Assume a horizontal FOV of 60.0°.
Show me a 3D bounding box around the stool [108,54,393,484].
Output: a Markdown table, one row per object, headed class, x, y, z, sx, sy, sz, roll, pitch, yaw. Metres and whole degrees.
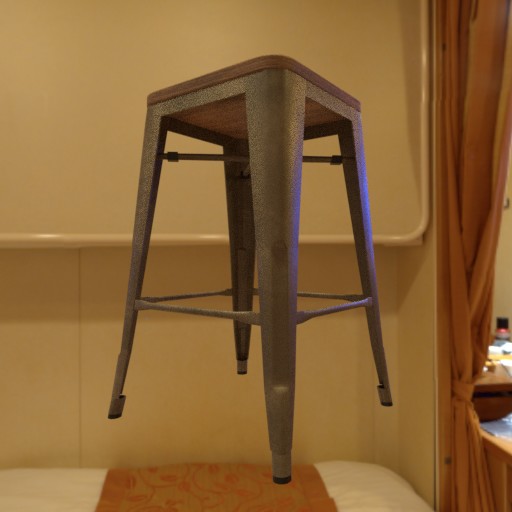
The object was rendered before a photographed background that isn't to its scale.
| class | x | y | z | sx | sy | sz | roll | pitch | yaw |
| --- | --- | --- | --- | --- | --- | --- | --- | --- | --- |
| stool | 0.000 | 0.000 | 0.871 | 0.407 | 0.607 | 0.407 | 0 | 0 | 38 |
